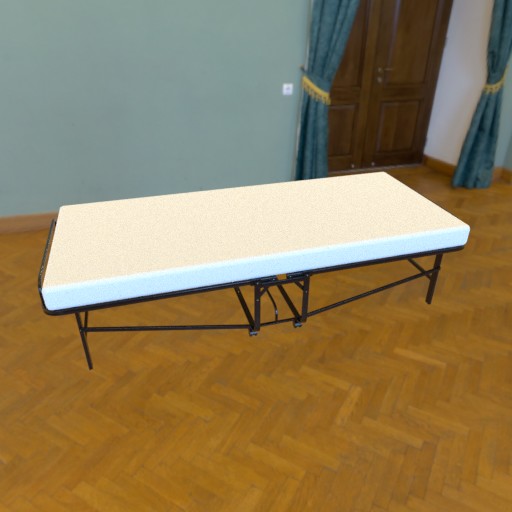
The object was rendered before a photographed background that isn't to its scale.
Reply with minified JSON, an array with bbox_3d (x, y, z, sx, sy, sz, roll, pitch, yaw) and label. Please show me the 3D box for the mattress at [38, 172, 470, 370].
[{"bbox_3d":[0.000,0.000,2.548,2.153,0.519,0.922,-8,31,-14],"label":"mattress"}]
